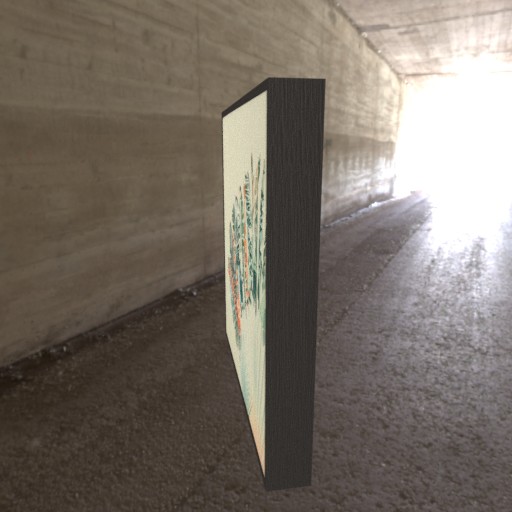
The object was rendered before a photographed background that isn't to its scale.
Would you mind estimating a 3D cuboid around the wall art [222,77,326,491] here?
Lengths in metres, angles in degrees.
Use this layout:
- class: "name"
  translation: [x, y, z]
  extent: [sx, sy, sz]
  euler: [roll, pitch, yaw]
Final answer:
- class: "wall art"
  translation: [0.000, 0.000, 0.454]
  extent: [0.036, 0.300, 0.302]
  euler: [-2, 14, -9]
